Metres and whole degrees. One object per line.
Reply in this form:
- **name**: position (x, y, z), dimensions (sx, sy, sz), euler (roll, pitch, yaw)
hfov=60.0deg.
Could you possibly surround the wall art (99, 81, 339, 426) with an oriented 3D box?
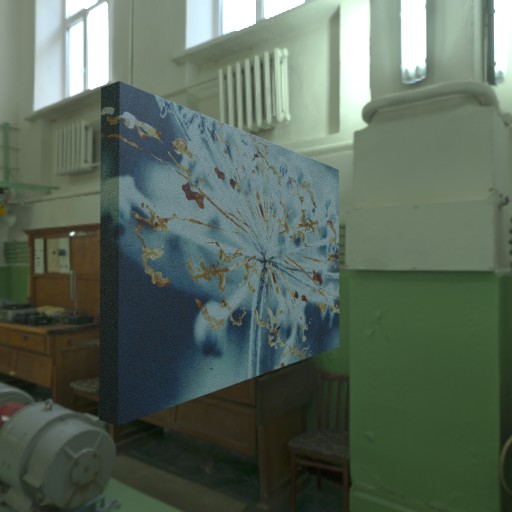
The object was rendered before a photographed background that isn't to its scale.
- **wall art**: position (0.000, 0.000, 0.778), dimensions (0.036, 0.405, 0.607), euler (-1, -1, 35)
